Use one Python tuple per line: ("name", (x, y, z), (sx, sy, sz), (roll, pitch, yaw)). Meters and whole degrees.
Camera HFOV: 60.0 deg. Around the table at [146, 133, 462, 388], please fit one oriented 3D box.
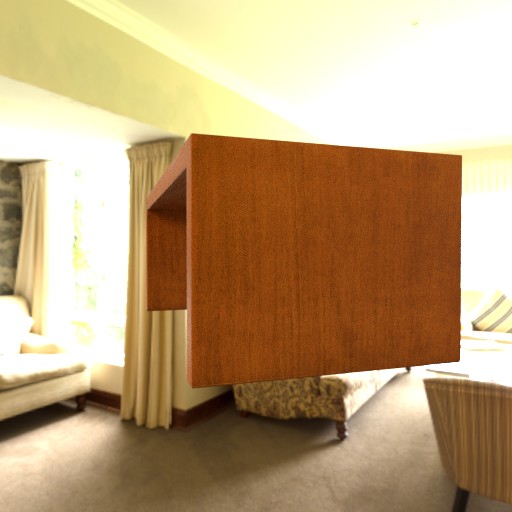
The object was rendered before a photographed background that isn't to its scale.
("table", (0.000, 0.000, 1.285), (0.549, 0.419, 1.000), (0, 1, -18))
